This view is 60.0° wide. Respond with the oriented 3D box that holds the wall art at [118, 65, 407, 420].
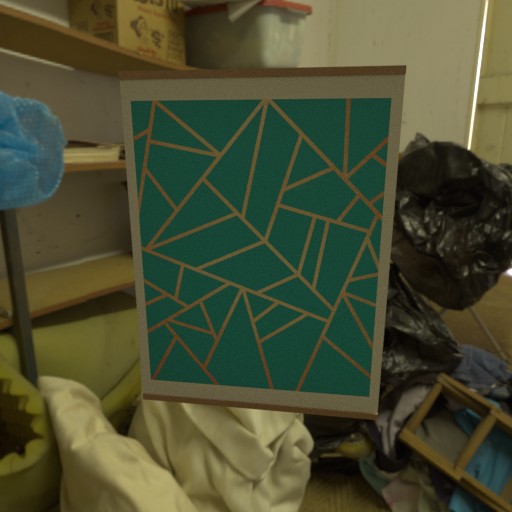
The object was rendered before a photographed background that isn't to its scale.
[{"bbox_3d":[0.000,0.000,1.295,0.758,1.016,0.013,2,15,8],"label":"wall art"}]
